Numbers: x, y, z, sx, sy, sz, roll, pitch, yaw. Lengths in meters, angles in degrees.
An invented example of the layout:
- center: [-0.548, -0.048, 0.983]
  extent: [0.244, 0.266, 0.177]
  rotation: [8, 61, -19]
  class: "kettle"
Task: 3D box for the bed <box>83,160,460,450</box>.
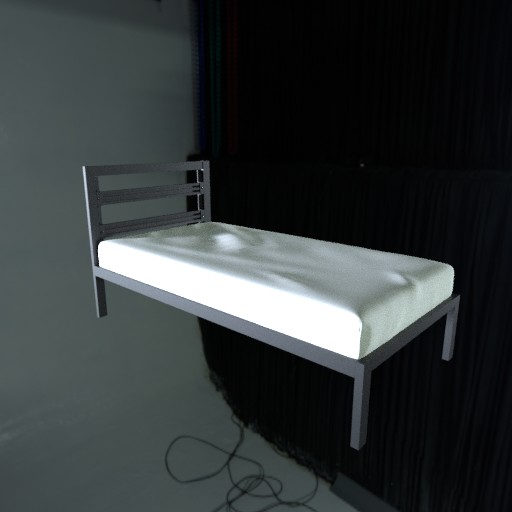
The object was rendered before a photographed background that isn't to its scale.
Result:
- center: [0.000, 0.000, 2.515]
  extent: [1.930, 0.967, 0.991]
  rotation: [13, 20, 41]
  class: "bed"
